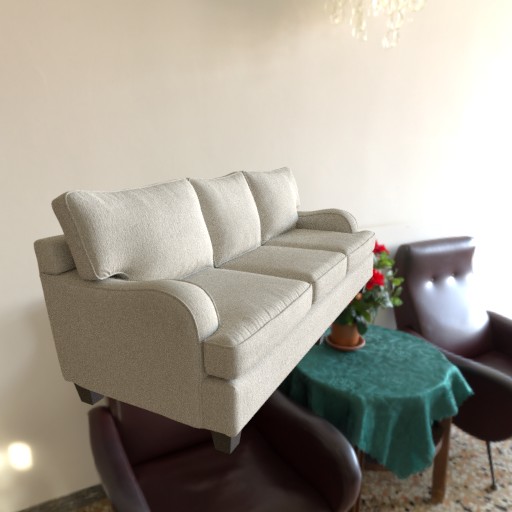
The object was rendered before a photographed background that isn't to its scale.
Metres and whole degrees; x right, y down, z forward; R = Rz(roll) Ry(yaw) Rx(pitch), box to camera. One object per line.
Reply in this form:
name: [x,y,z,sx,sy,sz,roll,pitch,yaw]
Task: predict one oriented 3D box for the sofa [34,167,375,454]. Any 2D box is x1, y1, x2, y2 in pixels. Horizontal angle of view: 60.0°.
sofa: [0.000,0.000,2.742,1.016,0.991,2.323,7,16,26]
